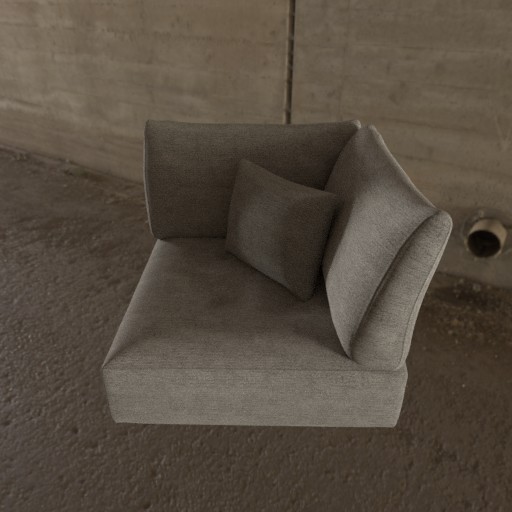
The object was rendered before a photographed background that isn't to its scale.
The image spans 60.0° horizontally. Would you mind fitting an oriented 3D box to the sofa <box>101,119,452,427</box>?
[{"bbox_3d":[0.000,0.000,1.706,1.000,0.820,1.000,0,31,1],"label":"sofa"}]
